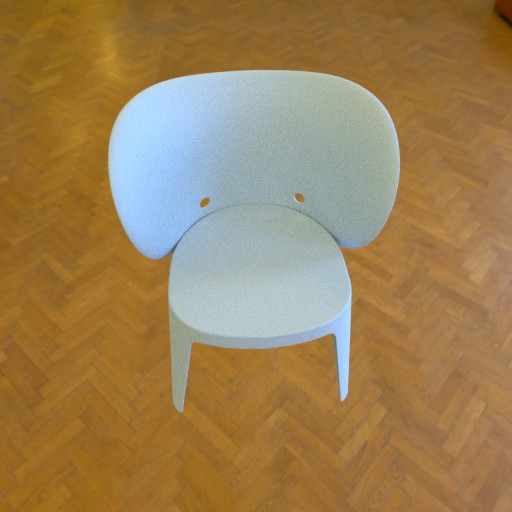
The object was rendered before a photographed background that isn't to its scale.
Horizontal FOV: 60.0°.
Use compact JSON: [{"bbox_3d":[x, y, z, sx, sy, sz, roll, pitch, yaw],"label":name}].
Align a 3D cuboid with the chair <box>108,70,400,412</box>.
[{"bbox_3d":[0.000,0.000,0.854,0.451,0.554,0.402,-3,48,-3],"label":"chair"}]
